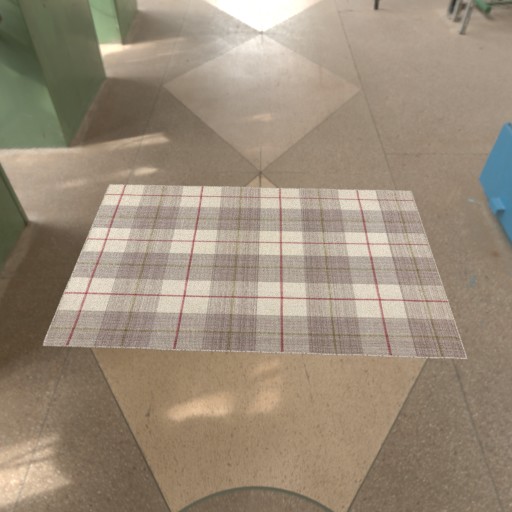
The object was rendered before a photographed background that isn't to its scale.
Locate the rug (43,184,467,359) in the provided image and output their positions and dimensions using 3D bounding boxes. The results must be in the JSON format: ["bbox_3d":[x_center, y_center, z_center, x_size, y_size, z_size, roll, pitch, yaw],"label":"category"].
[{"bbox_3d":[0.000,0.000,3.086,2.464,0.010,1.549,1,47,1],"label":"rug"}]
